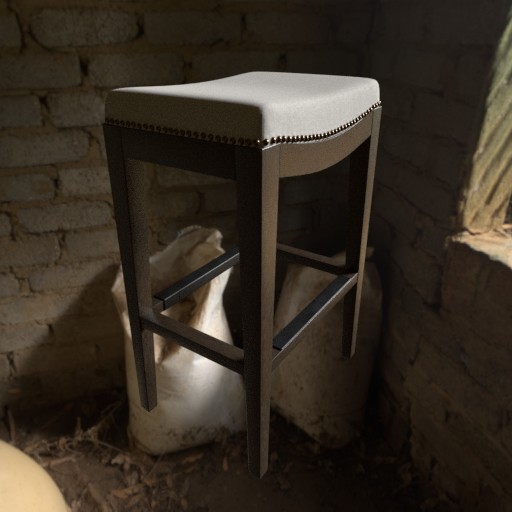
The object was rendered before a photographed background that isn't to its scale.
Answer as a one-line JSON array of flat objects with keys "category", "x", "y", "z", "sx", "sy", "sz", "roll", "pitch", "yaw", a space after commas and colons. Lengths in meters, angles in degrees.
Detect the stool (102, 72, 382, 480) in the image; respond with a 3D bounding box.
[{"category": "stool", "x": 0.000, "y": 0.000, "z": 1.034, "sx": 0.358, "sy": 0.759, "sz": 0.498, "roll": 17, "pitch": 32, "yaw": 30}]
